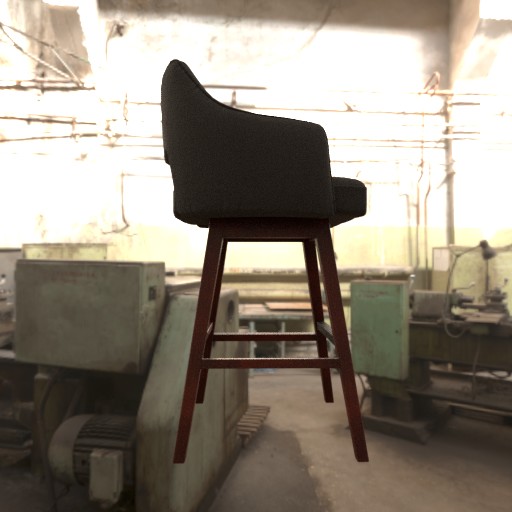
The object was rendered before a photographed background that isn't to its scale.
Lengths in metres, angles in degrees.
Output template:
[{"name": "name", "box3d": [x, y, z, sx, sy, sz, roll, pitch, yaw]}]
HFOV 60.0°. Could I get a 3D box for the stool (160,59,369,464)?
[{"name": "stool", "box3d": [0.000, 0.000, 1.319, 0.558, 1.012, 0.548, 0, 0, -1]}]
